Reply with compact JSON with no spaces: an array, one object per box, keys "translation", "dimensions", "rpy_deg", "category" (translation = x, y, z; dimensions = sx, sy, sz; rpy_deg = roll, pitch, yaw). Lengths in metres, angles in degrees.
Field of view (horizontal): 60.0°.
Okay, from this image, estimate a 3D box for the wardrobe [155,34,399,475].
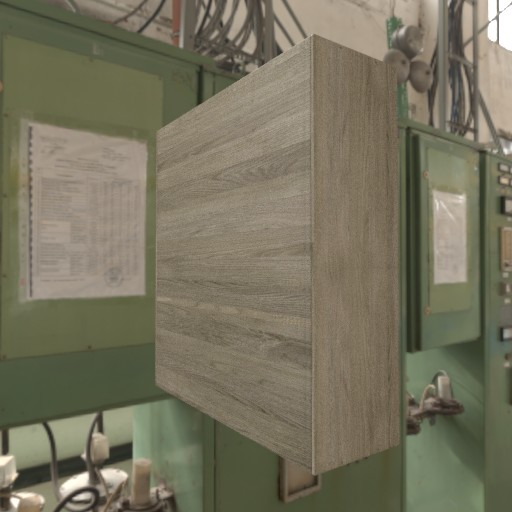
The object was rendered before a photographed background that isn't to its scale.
[{"translation":[0.000,0.000,2.865],"dimensions":[0.629,1.960,1.780],"rpy_deg":[1,-1,-35],"category":"wardrobe"}]
